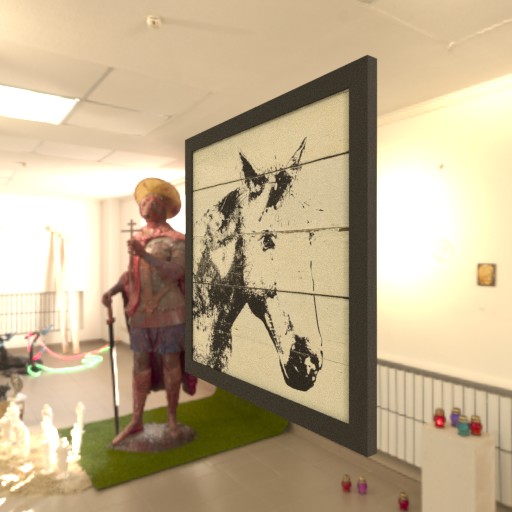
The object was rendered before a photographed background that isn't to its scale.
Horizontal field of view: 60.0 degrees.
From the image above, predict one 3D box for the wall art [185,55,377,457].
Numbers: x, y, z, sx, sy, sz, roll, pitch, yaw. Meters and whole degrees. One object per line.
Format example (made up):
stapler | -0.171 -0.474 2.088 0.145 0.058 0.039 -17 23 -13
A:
wall art | 0.000 0.000 1.541 0.038 1.016 1.016 0 0 -36
